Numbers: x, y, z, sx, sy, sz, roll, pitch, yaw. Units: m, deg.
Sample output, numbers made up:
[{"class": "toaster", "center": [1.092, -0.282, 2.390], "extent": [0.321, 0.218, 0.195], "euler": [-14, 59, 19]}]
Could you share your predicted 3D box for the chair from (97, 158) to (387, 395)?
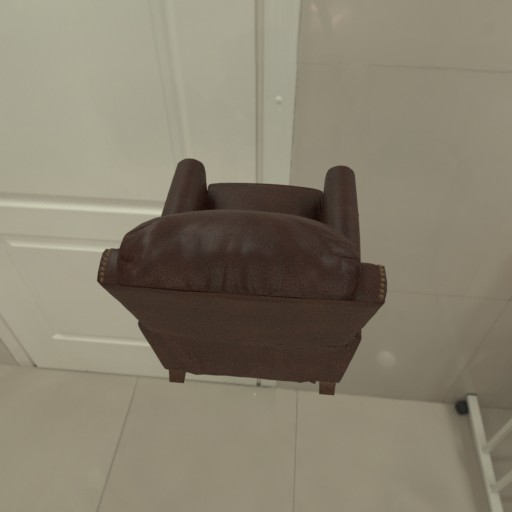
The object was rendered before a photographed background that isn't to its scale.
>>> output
[{"class": "chair", "center": [0.000, 0.000, 1.771], "extent": [0.826, 1.022, 1.089], "euler": [4, 46, 4]}]
